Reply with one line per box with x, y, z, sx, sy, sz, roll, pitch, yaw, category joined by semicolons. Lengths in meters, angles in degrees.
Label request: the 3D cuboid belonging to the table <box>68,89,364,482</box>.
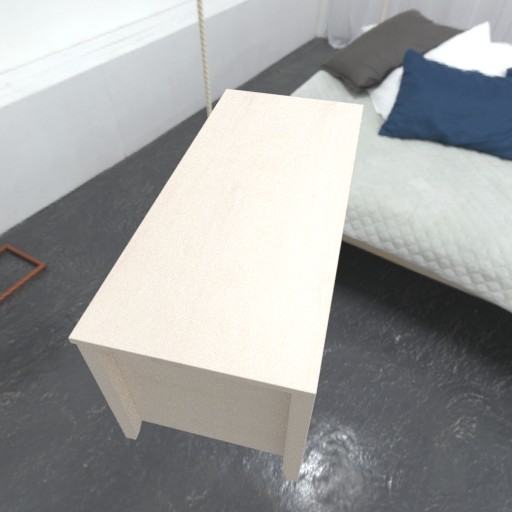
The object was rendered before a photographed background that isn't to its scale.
0.000;0.000;1.288;0.457;0.483;1.016;10;47;10;table
